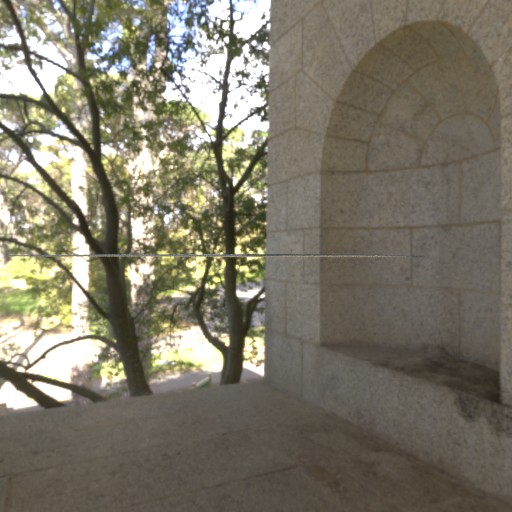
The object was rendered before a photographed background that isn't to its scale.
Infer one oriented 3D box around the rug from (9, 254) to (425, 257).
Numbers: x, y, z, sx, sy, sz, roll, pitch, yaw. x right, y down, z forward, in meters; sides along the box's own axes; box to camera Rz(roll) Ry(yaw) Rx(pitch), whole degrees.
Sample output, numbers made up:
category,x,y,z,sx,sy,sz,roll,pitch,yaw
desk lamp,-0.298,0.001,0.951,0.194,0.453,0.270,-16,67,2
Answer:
category,x,y,z,sx,sy,sz,roll,pitch,yaw
rug,0.000,0.000,2.111,1.135,0.010,1.740,0,0,35
